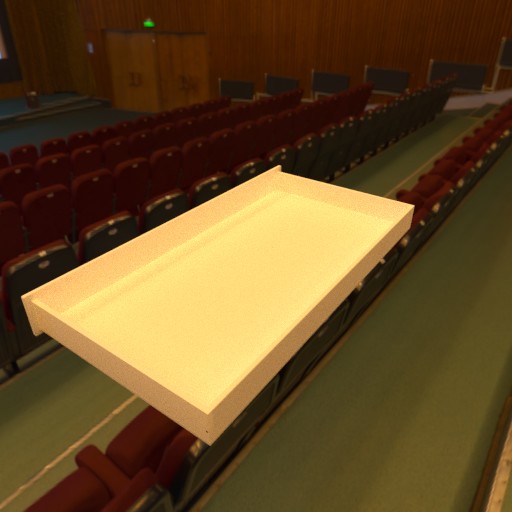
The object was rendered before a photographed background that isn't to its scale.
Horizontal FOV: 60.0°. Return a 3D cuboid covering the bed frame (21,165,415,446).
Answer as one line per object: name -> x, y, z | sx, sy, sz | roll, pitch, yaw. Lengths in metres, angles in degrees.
bed frame -> 0.000, 0.000, 1.546 | 0.670, 0.141, 1.300 | 21, 37, 30
